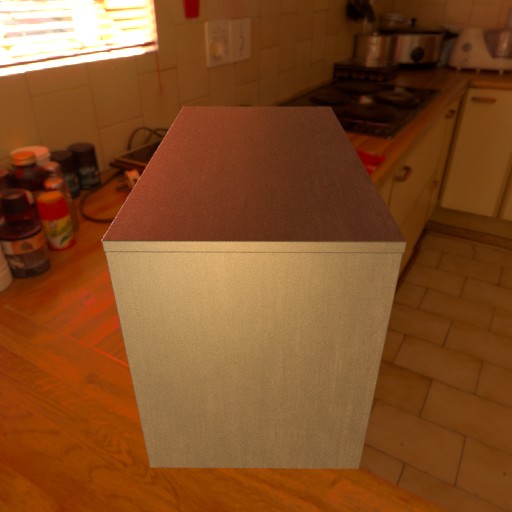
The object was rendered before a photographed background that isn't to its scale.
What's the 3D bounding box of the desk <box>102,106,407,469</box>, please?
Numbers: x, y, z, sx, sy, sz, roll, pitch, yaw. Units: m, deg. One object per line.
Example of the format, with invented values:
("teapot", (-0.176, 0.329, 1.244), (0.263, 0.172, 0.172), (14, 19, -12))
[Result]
("desk", (0.000, 0.000, 1.533), (0.600, 0.750, 1.100), (0, 32, 0))
